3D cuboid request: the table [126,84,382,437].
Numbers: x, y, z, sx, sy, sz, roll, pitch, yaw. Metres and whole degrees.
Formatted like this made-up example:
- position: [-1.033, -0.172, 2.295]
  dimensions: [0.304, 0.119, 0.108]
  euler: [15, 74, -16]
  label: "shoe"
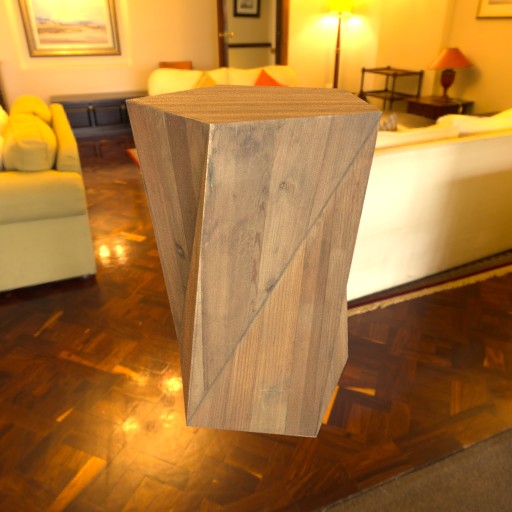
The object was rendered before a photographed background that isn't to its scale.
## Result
- position: [0.000, 0.000, 0.894]
  dimensions: [0.425, 0.604, 0.441]
  euler: [8, 29, 15]
  label: "table"
